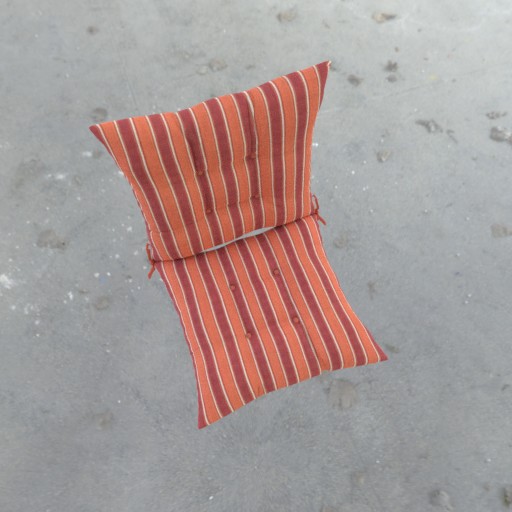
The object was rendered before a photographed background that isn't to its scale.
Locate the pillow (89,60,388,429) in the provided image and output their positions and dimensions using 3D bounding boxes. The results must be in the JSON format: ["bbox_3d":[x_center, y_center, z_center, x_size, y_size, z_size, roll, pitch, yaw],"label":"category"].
[{"bbox_3d":[0.000,0.000,1.015,0.541,0.536,0.585,-18,66,-8],"label":"pillow"}]
